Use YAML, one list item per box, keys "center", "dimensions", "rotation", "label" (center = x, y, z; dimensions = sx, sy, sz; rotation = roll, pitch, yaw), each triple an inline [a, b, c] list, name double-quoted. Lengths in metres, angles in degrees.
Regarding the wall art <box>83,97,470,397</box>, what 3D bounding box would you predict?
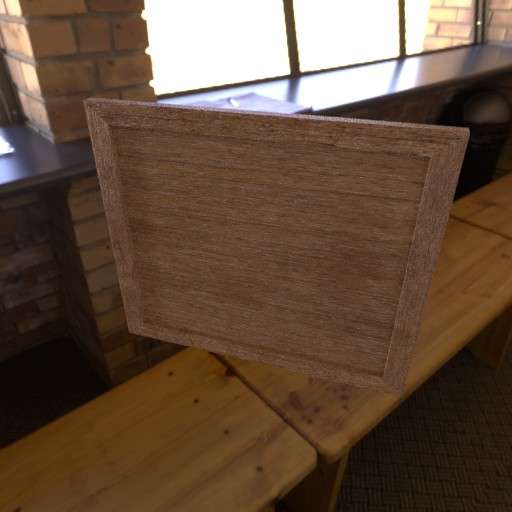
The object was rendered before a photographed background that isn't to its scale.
- center: [0.000, 0.000, 0.927]
  dimensions: [0.690, 0.588, 0.026]
  rotation: [10, 33, 15]
  label: "wall art"
